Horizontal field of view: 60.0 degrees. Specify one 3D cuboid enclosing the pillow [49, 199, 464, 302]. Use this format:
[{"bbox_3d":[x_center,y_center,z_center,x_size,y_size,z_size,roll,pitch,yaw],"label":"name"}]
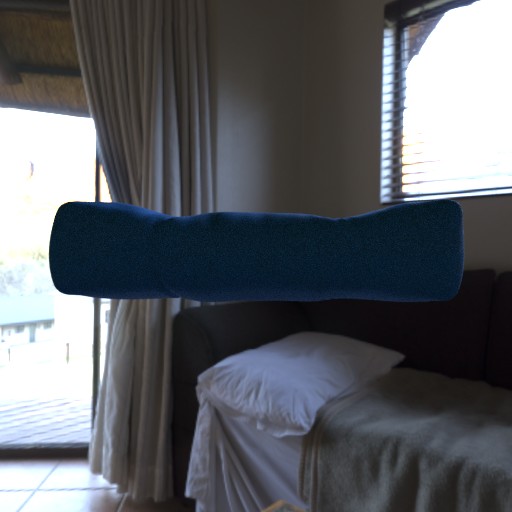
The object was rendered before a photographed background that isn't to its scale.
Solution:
[{"bbox_3d":[0.000,0.000,0.722,0.490,0.128,0.468,0,-1,-2],"label":"pillow"}]
